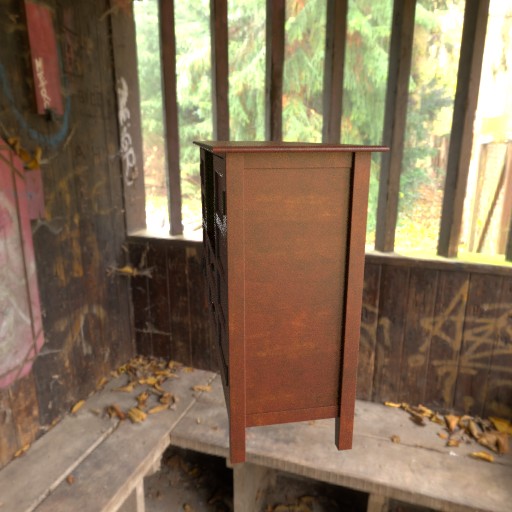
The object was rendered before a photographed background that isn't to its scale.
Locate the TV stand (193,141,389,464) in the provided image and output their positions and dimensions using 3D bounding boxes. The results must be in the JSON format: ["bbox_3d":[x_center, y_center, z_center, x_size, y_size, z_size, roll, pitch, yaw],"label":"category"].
[{"bbox_3d":[0.000,0.000,1.845,0.445,0.915,1.372,-3,15,-9],"label":"TV stand"}]
